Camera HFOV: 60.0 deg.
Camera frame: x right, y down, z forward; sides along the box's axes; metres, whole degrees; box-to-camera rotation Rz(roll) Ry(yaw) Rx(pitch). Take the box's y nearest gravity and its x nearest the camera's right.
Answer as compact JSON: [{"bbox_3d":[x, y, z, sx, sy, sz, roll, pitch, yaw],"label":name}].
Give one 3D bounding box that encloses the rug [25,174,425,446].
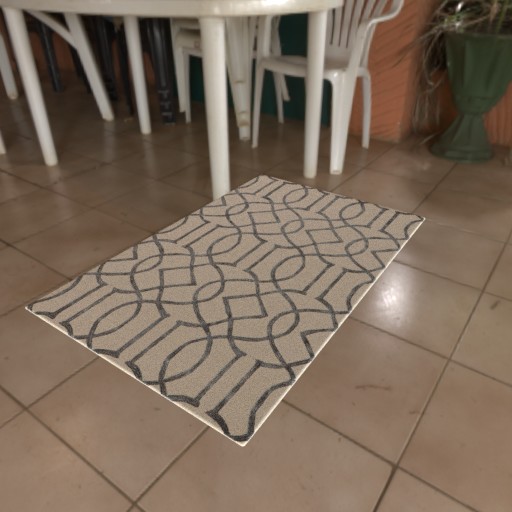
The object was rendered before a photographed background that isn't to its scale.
[{"bbox_3d":[0.000,0.000,2.938,1.521,0.017,2.365,21,38,29],"label":"rug"}]
